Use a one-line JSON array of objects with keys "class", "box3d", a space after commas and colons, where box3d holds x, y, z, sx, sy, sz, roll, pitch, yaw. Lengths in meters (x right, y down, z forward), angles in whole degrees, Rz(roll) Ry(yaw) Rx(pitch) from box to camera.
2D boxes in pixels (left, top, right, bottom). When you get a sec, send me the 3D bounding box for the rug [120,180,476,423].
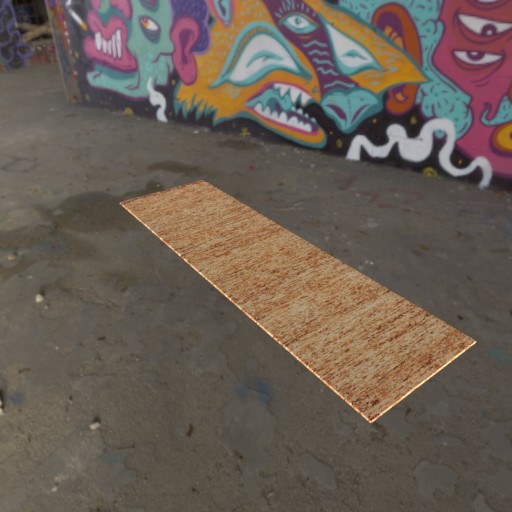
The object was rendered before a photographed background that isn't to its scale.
[{"class": "rug", "box3d": [0.000, 0.000, 2.481, 0.680, 0.014, 2.237, -22, 38, -31]}]
